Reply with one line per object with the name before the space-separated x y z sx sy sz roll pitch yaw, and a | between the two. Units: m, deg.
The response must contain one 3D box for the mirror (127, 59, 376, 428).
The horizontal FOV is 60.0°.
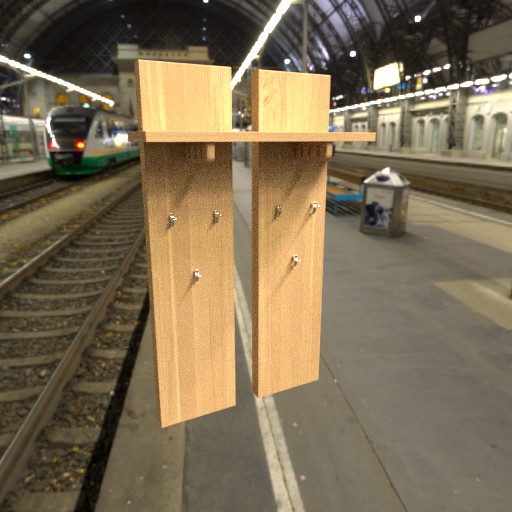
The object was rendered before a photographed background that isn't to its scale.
mirror | 0.000 0.000 1.563 0.800 1.250 0.260 -8 17 -27
